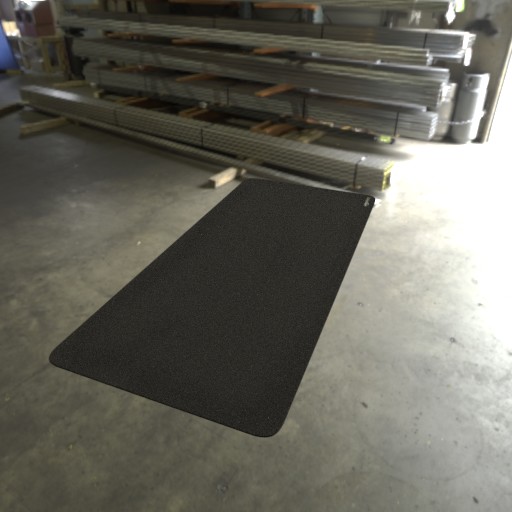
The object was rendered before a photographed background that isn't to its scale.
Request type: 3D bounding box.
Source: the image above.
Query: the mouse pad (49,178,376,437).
[{"bbox_3d":[0.000,0.000,1.044,0.424,0.003,0.907,12,33,19],"label":"mouse pad"}]
